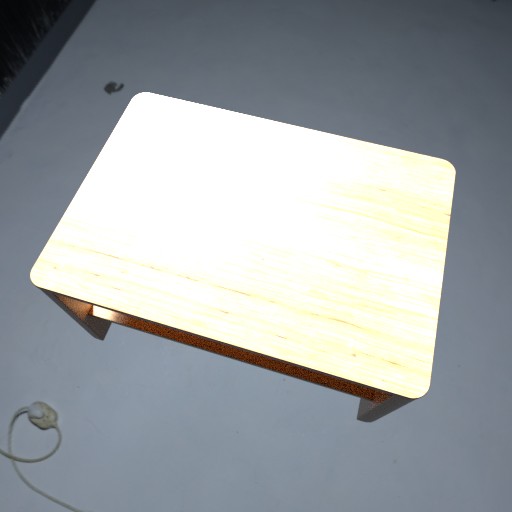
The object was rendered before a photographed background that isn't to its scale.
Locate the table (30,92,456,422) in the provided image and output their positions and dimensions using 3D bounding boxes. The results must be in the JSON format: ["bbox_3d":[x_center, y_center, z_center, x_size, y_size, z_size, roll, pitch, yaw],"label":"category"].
[{"bbox_3d":[0.000,0.000,1.385,0.997,0.445,0.696,15,64,8],"label":"table"}]
